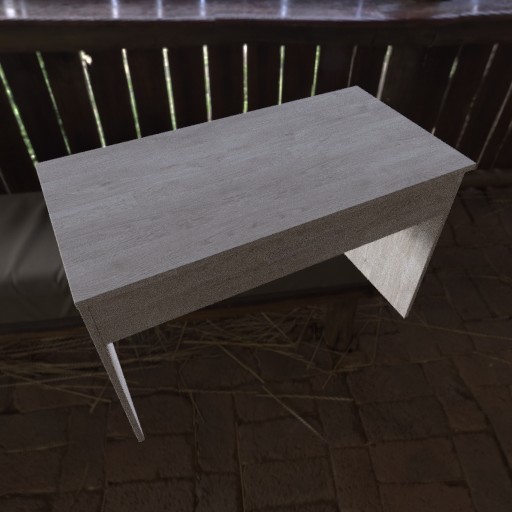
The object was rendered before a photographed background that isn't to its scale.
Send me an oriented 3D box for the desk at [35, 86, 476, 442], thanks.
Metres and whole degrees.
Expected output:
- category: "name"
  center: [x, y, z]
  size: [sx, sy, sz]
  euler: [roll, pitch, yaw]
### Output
- category: "desk"
  center: [0.000, 0.000, 1.497]
  size: [1.100, 0.730, 0.560]
  euler: [-20, 48, -19]
